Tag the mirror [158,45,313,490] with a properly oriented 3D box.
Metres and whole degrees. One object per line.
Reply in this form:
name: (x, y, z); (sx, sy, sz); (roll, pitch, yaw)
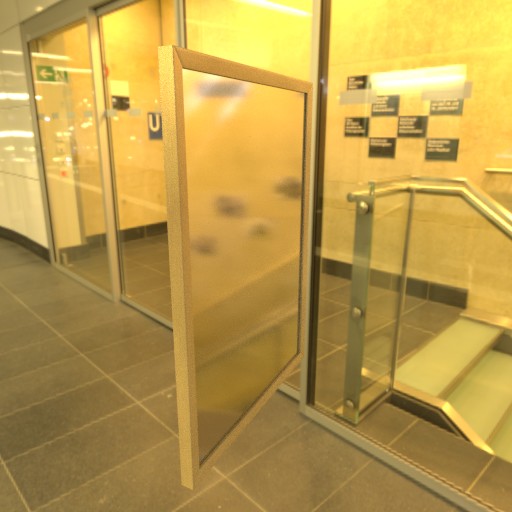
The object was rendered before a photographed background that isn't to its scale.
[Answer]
mirror: (0.000, 0.000, 1.301); (0.040, 1.016, 0.762); (8, 18, 26)
